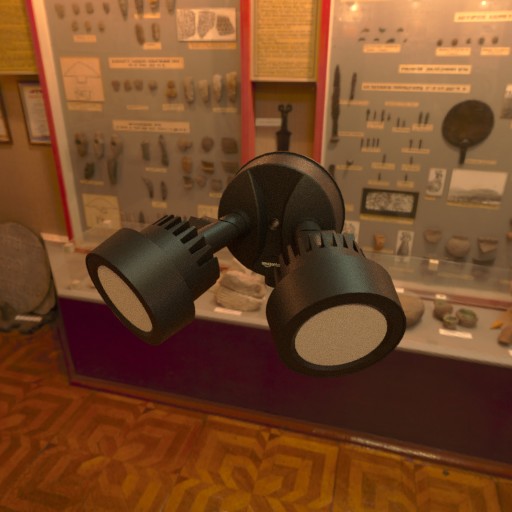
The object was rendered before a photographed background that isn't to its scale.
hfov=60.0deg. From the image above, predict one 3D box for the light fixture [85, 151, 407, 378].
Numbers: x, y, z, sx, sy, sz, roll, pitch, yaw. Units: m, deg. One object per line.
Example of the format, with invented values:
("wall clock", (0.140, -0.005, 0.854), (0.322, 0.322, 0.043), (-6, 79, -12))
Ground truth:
("light fixture", (0.000, 0.000, 0.325), (0.213, 0.120, 0.168), (7, 26, 16))
